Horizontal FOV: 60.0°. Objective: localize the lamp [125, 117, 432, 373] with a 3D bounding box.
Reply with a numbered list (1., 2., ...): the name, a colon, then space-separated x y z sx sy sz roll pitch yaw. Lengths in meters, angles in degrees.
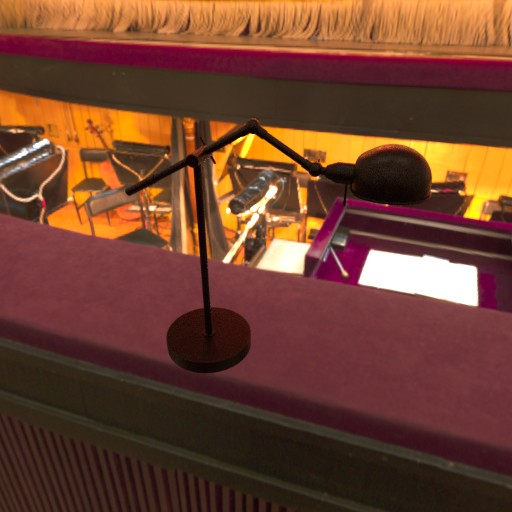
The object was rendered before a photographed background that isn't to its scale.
1. lamp: 0.000 0.000 0.835 0.567 0.495 0.185 10 32 16
